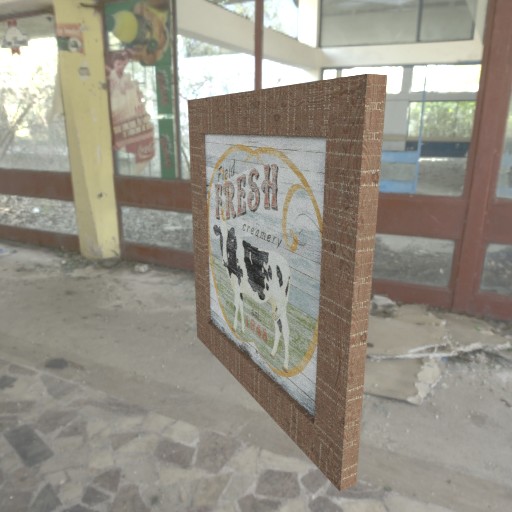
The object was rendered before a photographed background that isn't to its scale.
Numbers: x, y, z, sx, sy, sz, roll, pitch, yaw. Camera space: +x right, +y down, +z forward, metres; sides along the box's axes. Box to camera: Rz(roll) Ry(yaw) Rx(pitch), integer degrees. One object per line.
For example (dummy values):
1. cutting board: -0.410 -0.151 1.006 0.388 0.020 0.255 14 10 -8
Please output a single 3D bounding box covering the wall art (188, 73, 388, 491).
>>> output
1. wall art: 0.000 0.000 0.761 0.029 0.531 0.531 -9 18 -27
